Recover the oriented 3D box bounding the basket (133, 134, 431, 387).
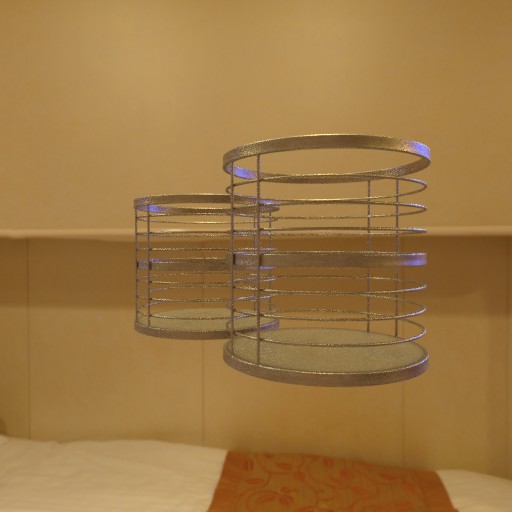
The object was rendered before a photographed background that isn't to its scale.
[{"bbox_3d":[0.000,0.000,0.945,0.356,0.351,0.746,-1,2,-38],"label":"basket"}]
